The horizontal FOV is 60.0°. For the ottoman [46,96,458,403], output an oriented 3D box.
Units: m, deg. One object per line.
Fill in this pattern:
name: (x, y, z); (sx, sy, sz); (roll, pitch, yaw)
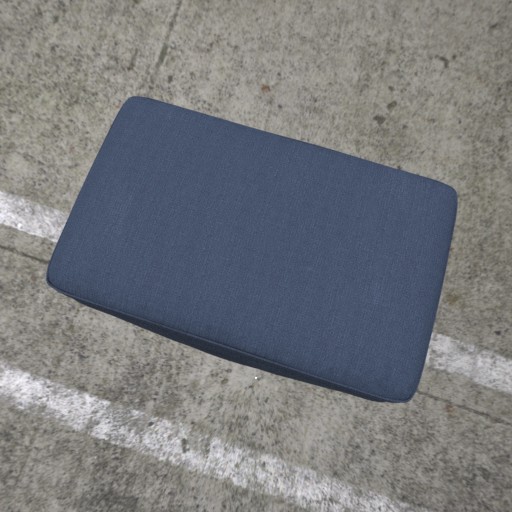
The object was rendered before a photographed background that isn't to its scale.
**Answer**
ottoman: (0.000, 0.000, 1.207); (0.885, 0.438, 0.570); (17, 75, 5)
